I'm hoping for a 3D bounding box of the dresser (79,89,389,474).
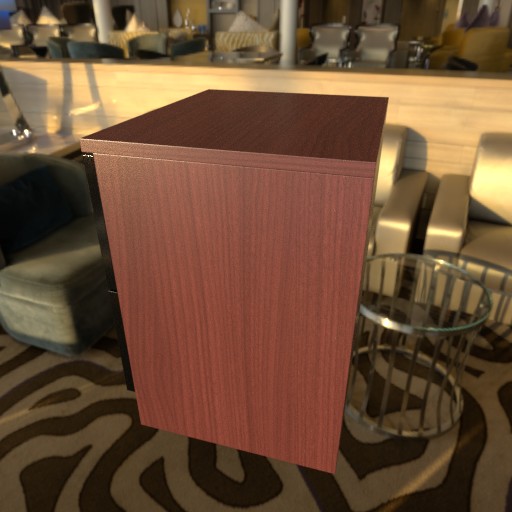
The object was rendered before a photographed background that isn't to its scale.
[{"bbox_3d":[0.000,0.000,0.753,0.360,0.470,0.400,8,30,14],"label":"dresser"}]
